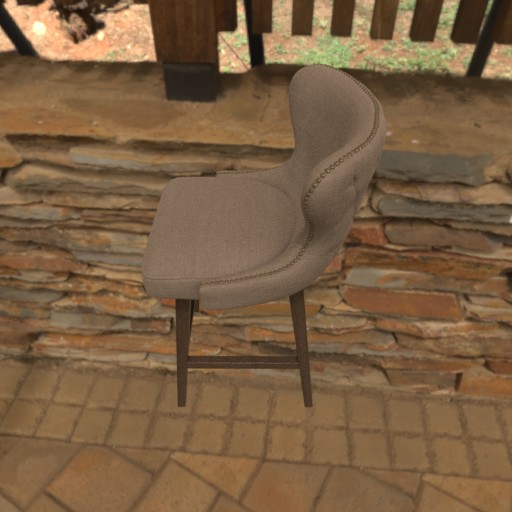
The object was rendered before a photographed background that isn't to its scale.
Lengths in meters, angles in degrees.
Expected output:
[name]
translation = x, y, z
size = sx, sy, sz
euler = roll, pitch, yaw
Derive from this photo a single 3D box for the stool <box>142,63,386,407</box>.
[stool]
translation = 0.000, 0.000, 1.354
size = 0.597, 0.972, 0.615
euler = 0, 41, 0
